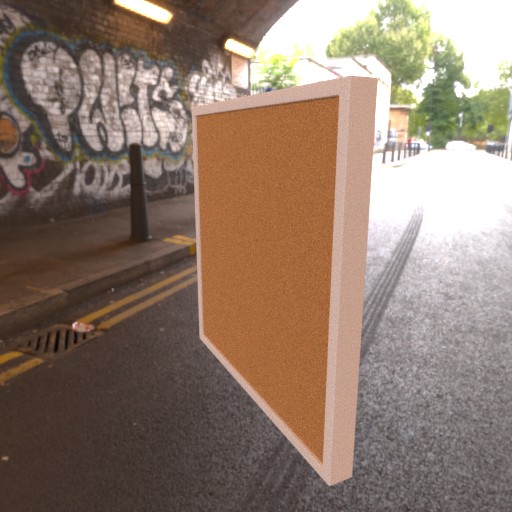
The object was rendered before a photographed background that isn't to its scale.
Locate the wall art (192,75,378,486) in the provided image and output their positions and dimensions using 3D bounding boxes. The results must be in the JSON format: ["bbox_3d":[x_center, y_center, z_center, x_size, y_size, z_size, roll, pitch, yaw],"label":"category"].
[{"bbox_3d":[0.000,0.000,0.748,0.038,0.508,0.508,-7,16,-26],"label":"wall art"}]
